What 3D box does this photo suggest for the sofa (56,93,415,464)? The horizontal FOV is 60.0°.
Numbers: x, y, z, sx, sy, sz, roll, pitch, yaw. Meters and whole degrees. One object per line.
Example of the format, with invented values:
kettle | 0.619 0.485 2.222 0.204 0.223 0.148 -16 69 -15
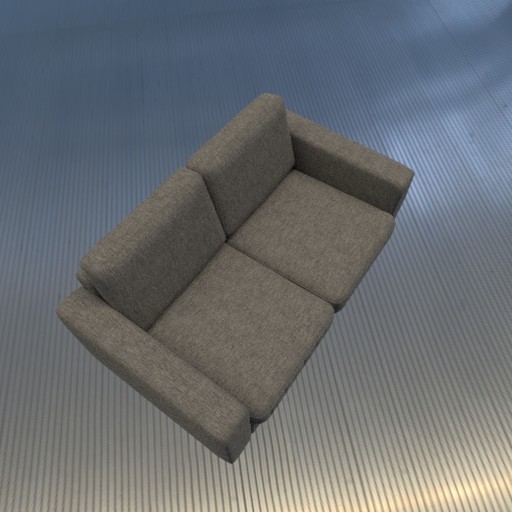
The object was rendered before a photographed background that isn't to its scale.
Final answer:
sofa | 0.000 0.000 2.050 0.900 0.800 1.520 31 63 18
